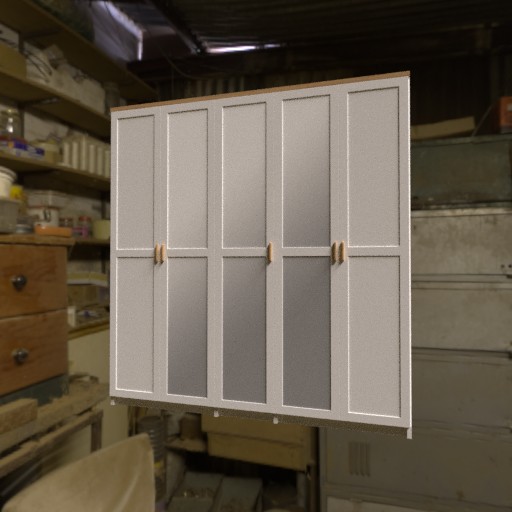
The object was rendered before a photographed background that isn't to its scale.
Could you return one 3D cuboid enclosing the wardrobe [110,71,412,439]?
[{"bbox_3d":[0.000,0.000,3.300,2.160,2.260,0.590,0,-1,18],"label":"wardrobe"}]
